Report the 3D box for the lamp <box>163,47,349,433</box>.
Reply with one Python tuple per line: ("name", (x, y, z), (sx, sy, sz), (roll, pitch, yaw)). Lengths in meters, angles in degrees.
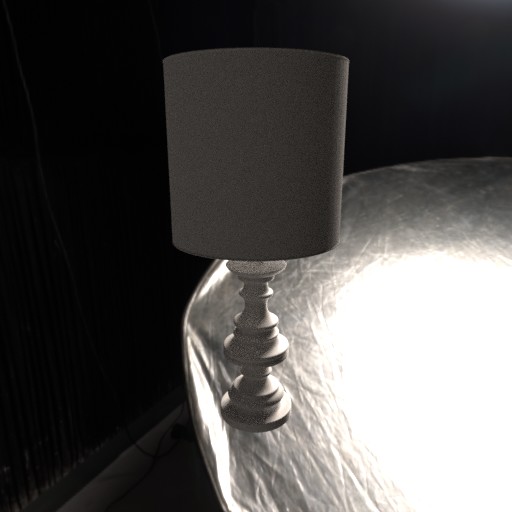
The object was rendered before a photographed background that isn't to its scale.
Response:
("lamp", (0.000, 0.000, 0.567), (0.208, 0.455, 0.208), (8, 18, 27))
